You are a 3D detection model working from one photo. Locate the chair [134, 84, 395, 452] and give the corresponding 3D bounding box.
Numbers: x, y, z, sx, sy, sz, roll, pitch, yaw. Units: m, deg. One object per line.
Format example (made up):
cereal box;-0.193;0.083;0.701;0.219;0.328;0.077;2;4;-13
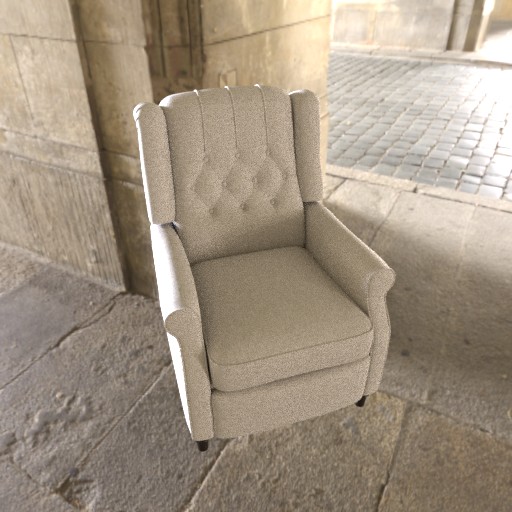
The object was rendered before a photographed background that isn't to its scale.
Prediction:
chair;0.000;0.000;1.612;0.742;1.035;0.902;-10;35;-15
